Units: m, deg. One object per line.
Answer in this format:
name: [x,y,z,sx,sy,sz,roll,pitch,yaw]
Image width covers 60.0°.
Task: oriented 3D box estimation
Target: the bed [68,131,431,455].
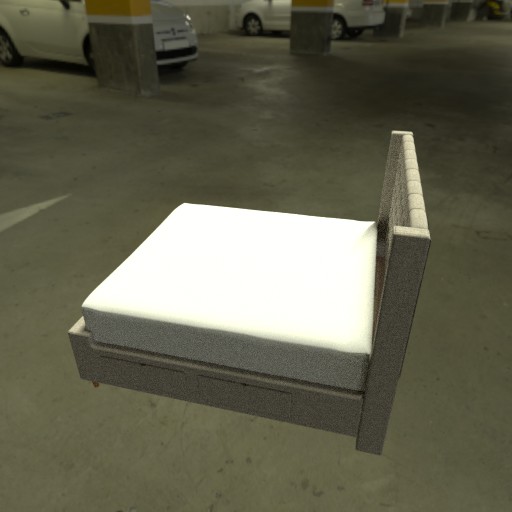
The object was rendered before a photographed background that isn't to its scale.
bed: [0.000,0.000,3.752,2.372,1.748,2.044,7,31,12]
